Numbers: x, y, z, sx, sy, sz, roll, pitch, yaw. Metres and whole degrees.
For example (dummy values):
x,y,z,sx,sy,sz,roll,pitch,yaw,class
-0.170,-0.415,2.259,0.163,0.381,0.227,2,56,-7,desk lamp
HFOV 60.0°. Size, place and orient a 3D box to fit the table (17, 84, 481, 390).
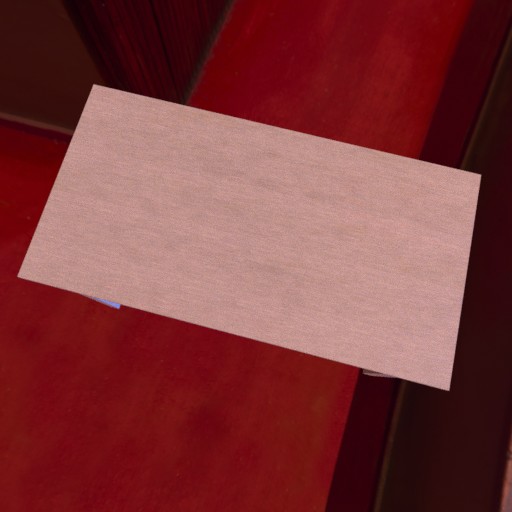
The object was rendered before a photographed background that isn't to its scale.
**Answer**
x,y,z,sx,sy,sz,roll,pitch,yaw,class
0.000,0.000,1.892,1.397,0.874,0.729,14,76,3,table
